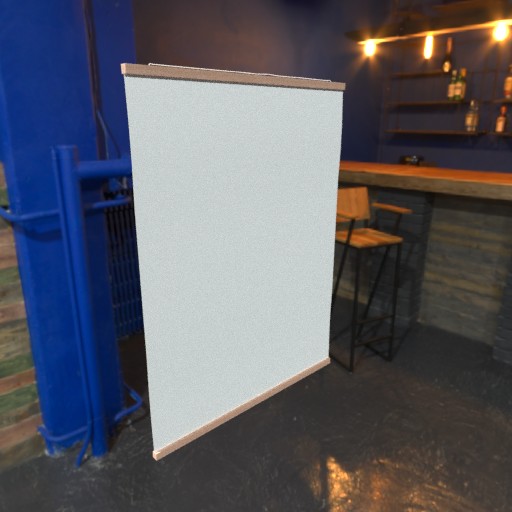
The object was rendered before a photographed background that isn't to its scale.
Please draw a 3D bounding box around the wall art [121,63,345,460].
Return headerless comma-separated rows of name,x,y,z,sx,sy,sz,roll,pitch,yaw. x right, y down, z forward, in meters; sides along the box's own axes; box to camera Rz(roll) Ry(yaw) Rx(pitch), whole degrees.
wall art,0.000,0.000,1.320,0.758,1.013,0.020,-15,23,-40
